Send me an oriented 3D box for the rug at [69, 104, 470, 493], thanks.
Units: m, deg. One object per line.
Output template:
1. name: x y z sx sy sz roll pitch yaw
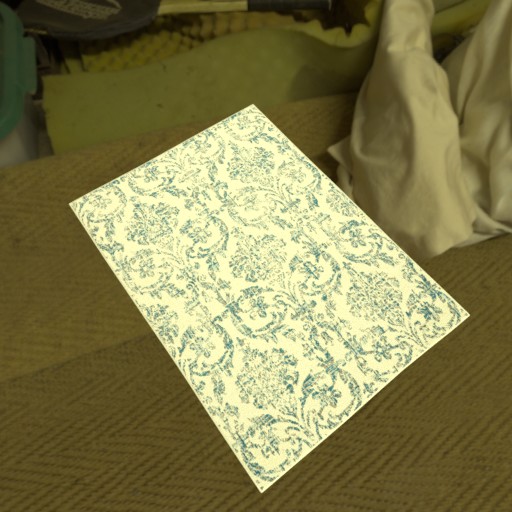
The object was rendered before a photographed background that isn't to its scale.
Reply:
1. rug: 0.000 0.000 2.864 1.586 0.014 2.197 -34 67 -16
